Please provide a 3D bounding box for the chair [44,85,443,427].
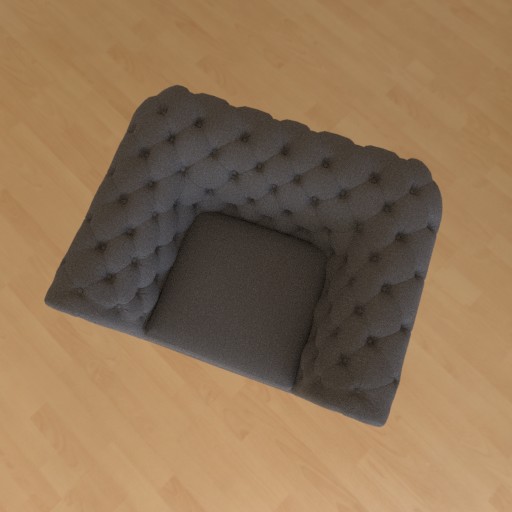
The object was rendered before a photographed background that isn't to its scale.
[{"bbox_3d":[0.000,0.000,1.895,1.270,0.770,0.976,19,76,5],"label":"chair"}]
